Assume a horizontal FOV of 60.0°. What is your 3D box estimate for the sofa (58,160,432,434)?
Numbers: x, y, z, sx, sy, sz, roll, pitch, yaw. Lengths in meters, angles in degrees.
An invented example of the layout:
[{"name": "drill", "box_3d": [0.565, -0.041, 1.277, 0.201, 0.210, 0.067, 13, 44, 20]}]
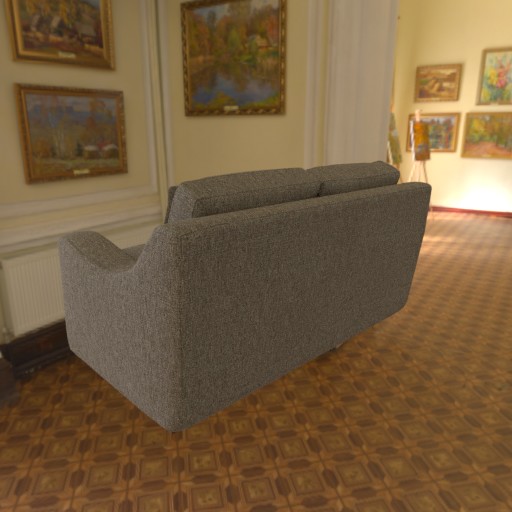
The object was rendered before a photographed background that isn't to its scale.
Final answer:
[{"name": "sofa", "box_3d": [0.000, 0.000, 2.404, 1.778, 0.991, 1.120, -15, 22, -42]}]
